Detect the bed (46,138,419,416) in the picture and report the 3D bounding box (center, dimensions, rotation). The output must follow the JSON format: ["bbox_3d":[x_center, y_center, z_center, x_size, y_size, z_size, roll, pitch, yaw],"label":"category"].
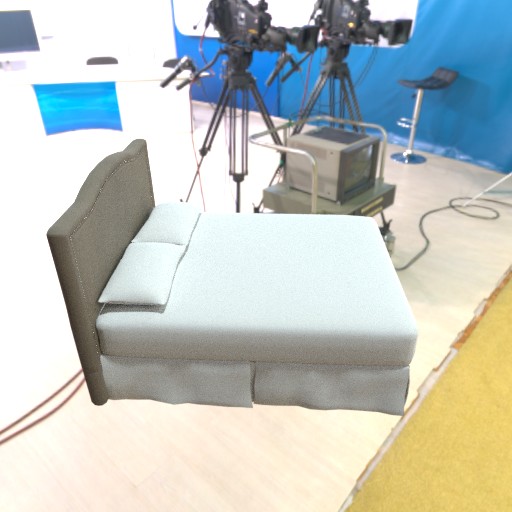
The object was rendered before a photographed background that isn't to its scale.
[{"bbox_3d":[0.000,0.000,3.310,2.128,1.441,1.744,1,32,2],"label":"bed"}]
